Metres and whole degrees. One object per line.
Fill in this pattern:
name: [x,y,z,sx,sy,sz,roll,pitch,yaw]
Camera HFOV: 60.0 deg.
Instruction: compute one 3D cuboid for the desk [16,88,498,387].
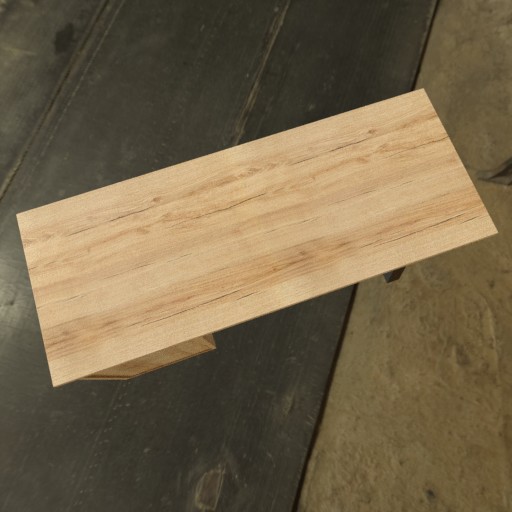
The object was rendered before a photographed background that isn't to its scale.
desk: [0.000,0.000,1.748,1.400,0.760,0.550,-18,75,-5]
